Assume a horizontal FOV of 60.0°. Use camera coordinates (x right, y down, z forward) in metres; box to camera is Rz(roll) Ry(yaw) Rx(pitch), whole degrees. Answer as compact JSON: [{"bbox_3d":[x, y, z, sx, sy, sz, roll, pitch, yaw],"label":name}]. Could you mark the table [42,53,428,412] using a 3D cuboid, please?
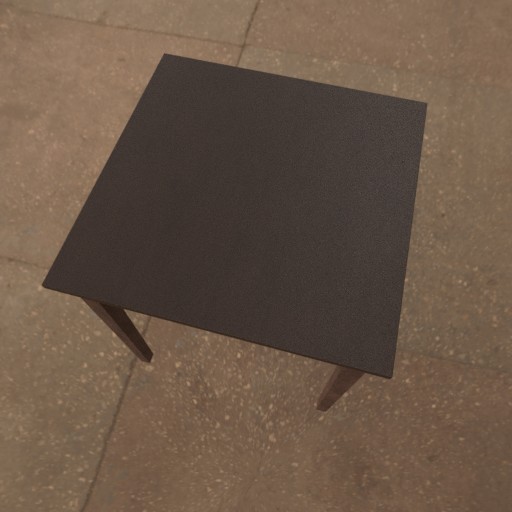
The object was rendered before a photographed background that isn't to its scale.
[{"bbox_3d":[0.000,0.000,1.409,0.749,0.770,0.749,14,64,7],"label":"table"}]
